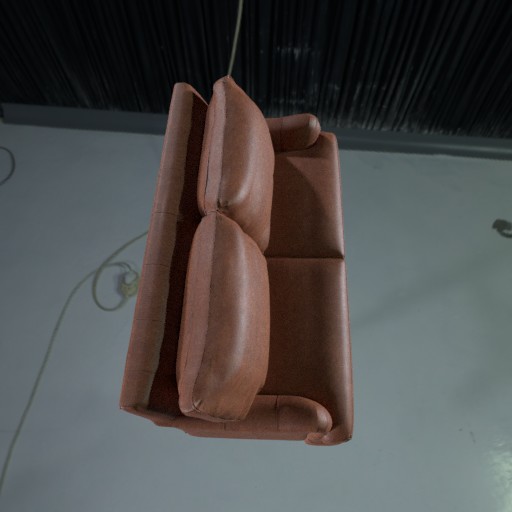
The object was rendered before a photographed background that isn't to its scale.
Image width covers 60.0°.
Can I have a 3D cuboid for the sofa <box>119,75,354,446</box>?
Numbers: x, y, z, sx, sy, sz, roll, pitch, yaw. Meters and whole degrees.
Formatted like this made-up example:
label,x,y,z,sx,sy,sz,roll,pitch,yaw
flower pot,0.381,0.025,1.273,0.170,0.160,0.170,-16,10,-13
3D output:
label,x,y,z,sx,sy,sz,roll,pitch,yaw
sofa,0.000,0.000,2.793,1.147,1.071,2.144,2,62,1
